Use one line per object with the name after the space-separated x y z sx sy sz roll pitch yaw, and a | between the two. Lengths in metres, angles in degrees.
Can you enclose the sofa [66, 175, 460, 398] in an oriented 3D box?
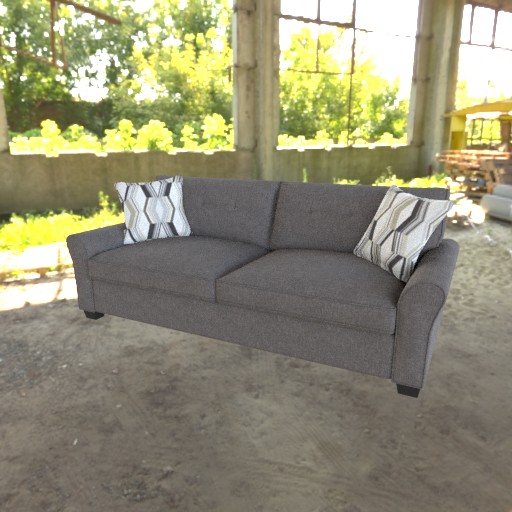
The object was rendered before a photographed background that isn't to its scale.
0.000 0.000 2.486 2.032 0.813 0.889 7 16 26 | sofa
